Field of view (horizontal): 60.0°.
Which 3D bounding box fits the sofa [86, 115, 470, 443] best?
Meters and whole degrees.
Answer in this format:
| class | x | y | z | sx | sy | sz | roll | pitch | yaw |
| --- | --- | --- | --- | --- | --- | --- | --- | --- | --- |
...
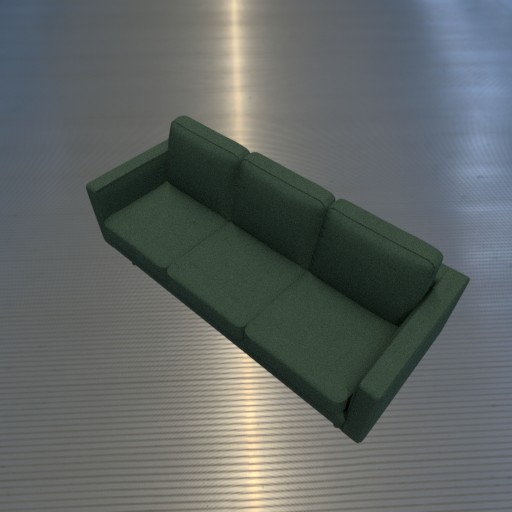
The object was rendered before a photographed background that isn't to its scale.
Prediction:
| class | x | y | z | sx | sy | sz | roll | pitch | yaw |
| --- | --- | --- | --- | --- | --- | --- | --- | --- | --- |
| sofa | 0.000 | 0.000 | 2.556 | 2.029 | 0.899 | 0.879 | 33 | 56 | 27 |
